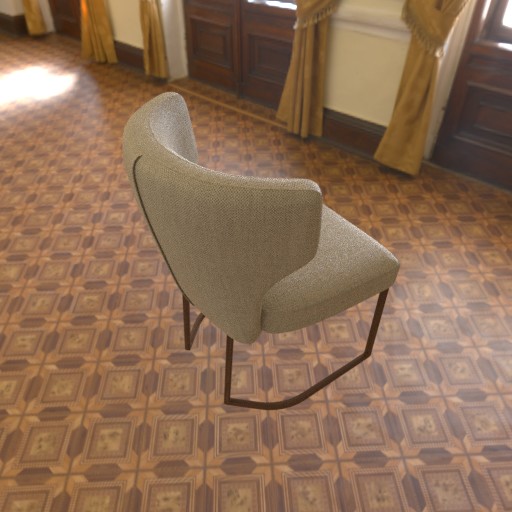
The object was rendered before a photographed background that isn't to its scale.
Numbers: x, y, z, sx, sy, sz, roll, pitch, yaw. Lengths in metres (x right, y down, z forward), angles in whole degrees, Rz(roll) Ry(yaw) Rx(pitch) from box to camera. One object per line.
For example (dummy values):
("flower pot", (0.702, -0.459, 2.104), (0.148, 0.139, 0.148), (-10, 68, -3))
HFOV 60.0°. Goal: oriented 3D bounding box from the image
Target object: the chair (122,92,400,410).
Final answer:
("chair", (0.000, 0.000, 1.270), (0.617, 0.824, 0.611), (-24, 46, -26))
